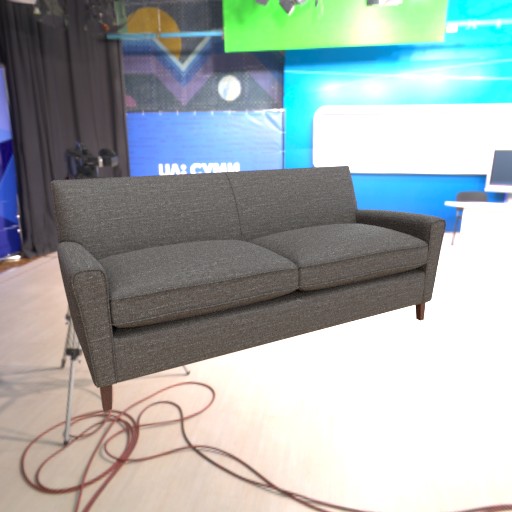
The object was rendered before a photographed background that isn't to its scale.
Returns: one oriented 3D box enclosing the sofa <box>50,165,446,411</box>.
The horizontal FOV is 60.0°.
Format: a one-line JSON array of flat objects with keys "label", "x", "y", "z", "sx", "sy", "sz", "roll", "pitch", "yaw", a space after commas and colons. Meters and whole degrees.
[{"label": "sofa", "x": 0.000, "y": 0.000, "z": 2.432, "sx": 1.976, "sy": 0.846, "sz": 0.875, "roll": -9, "pitch": 18, "yaw": -28}]
